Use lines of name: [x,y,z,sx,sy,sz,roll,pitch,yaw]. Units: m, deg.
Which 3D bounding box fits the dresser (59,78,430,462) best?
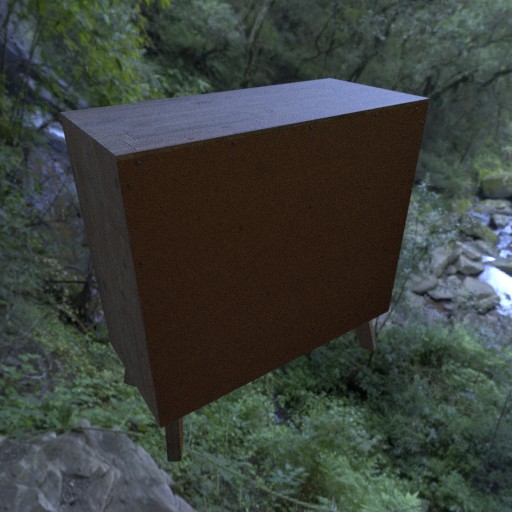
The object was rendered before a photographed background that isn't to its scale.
dresser: [0.000,0.000,1.560,0.998,1.029,0.455,-19,36,-29]
